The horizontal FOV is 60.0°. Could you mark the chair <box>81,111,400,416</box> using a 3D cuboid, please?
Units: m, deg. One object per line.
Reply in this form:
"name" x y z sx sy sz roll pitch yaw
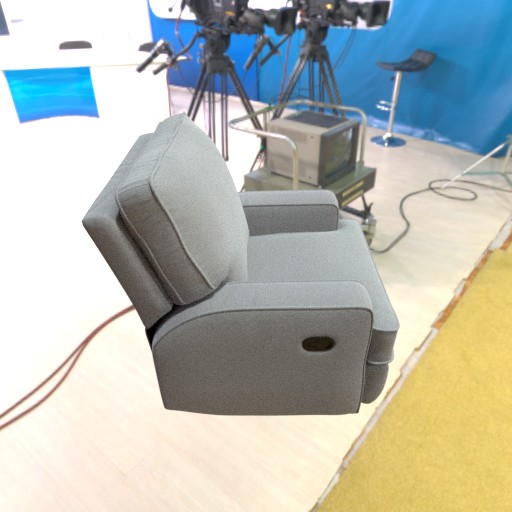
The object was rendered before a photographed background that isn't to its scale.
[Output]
"chair" 0.000 0.000 1.724 0.969 0.964 0.861 0 33 0
